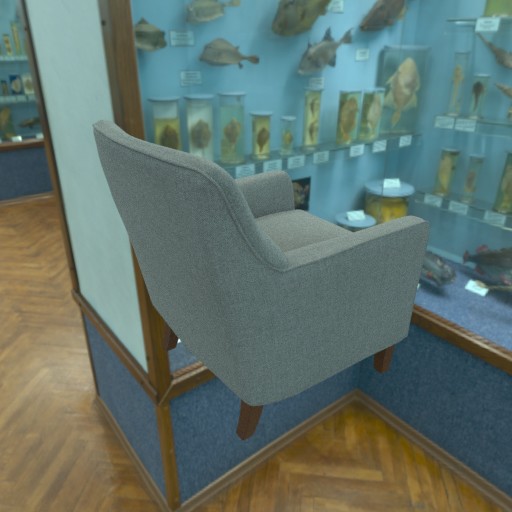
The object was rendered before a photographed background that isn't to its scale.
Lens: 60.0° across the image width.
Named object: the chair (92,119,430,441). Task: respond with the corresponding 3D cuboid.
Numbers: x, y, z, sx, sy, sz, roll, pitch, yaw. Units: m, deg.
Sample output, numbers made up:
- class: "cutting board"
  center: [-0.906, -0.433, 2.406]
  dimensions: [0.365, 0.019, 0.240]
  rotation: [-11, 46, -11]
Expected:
- class: "chair"
  center: [0.000, 0.000, 1.770]
  dimensions: [0.993, 1.047, 0.887]
  rotation: [-17, 31, -32]
